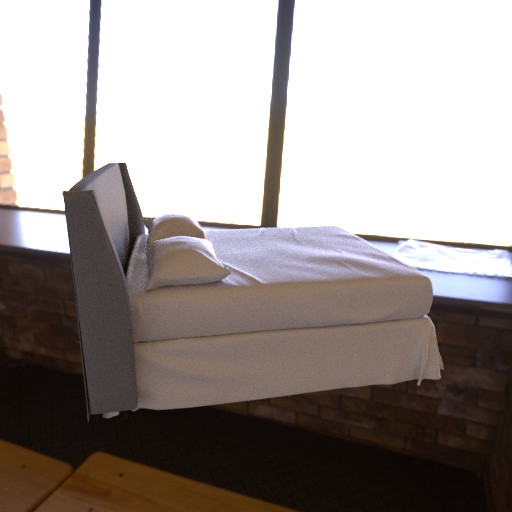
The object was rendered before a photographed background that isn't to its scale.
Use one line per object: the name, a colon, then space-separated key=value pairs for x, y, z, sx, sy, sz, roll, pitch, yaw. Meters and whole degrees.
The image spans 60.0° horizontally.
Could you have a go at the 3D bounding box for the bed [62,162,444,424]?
bed: x=0.000 y=0.000 z=3.374 sx=2.276 sy=1.332 sz=1.925 roll=-3 pitch=17 yaw=-11
